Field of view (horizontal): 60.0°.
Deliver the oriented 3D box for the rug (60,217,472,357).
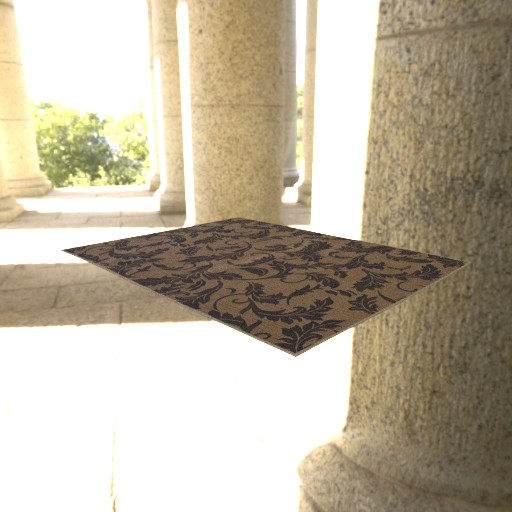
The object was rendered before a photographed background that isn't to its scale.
[{"bbox_3d":[0.000,0.000,4.052,2.977,0.008,2.380,15,22,43],"label":"rug"}]
